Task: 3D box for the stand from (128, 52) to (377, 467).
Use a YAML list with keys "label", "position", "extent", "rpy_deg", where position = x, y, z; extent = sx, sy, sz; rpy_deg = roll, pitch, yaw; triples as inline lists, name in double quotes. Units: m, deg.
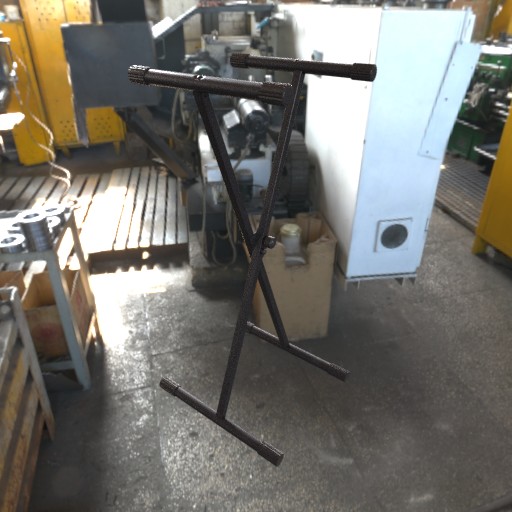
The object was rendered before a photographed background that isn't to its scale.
- label: "stand"
  position: [0.000, 0.000, 1.178]
  extent: [0.449, 0.940, 0.409]
  rpy_deg: [21, 36, 32]
